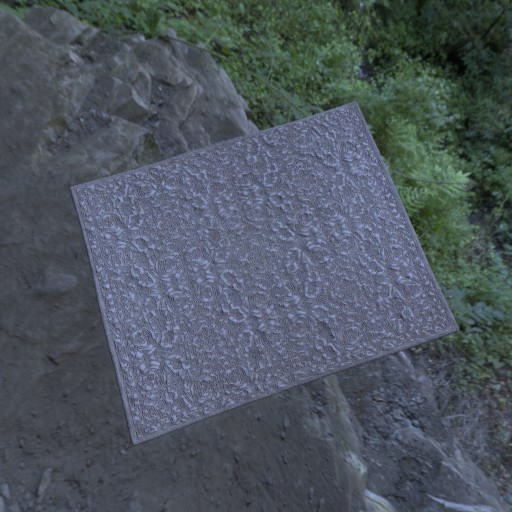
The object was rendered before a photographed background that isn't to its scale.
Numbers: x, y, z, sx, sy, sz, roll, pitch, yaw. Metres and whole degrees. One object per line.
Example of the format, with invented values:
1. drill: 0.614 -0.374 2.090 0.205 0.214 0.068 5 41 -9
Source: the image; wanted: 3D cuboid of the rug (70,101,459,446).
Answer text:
1. rug: 0.000 0.000 4.137 3.017 0.035 2.472 -18 76 -5
